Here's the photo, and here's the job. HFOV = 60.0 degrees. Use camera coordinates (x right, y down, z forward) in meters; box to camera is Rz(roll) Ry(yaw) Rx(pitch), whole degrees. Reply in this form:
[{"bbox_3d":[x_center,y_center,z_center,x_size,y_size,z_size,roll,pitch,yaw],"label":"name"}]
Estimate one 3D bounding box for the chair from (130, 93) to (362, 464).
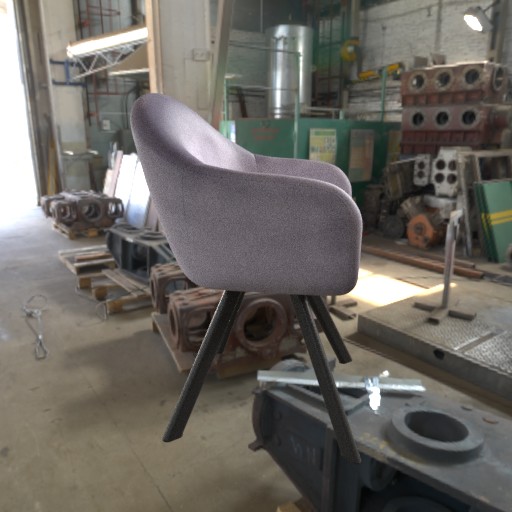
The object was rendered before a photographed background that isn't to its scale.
[{"bbox_3d":[0.000,0.000,1.120,0.540,0.780,0.570,3,16,9],"label":"chair"}]
